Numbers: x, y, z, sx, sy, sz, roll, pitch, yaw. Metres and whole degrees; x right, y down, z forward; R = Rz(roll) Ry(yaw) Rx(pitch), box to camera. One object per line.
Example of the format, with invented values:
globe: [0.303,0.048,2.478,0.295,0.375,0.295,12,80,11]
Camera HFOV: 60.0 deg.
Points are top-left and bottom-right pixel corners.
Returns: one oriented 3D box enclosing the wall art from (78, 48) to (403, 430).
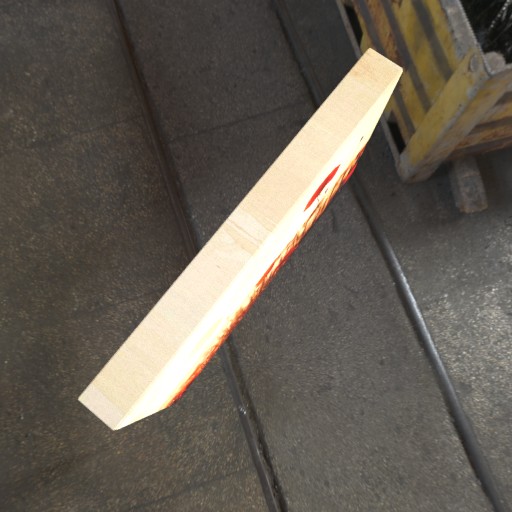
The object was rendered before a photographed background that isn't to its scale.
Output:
wall art: [0.000,0.000,0.482,0.037,0.251,0.383,37,79,9]
